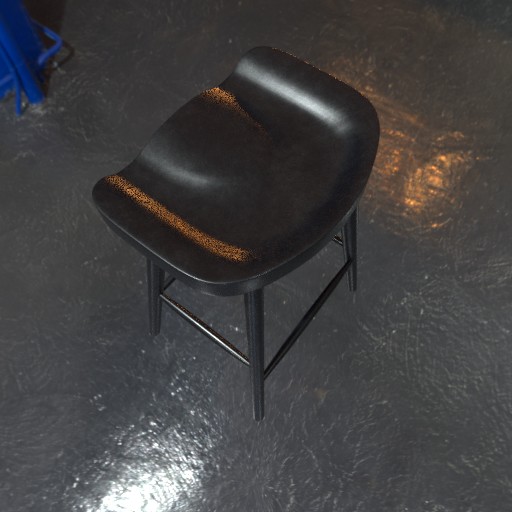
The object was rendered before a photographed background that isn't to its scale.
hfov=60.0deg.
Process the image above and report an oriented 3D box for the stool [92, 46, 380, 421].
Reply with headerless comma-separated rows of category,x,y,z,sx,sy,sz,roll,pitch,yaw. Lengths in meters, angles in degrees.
stool,0.000,0.000,0.893,0.361,0.615,0.440,35,68,16
